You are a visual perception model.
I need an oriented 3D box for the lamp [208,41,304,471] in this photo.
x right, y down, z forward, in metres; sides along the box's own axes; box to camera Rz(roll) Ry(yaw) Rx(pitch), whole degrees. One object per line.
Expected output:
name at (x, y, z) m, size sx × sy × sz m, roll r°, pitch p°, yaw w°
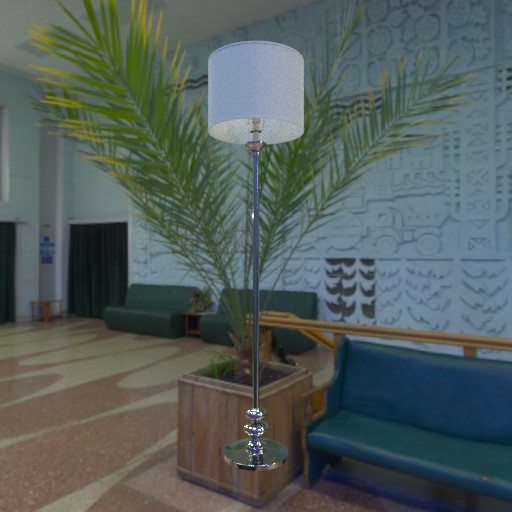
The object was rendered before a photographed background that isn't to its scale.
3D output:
lamp at (0.000, 0.000, 1.654) m, size 0.356 × 1.487 × 0.356 m, roll 0°, pitch 0°, yaw 35°
